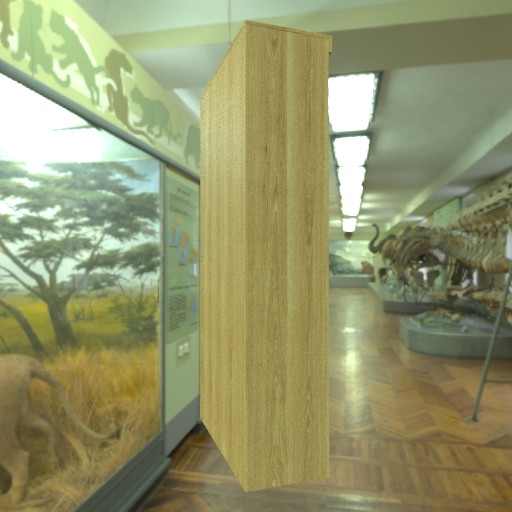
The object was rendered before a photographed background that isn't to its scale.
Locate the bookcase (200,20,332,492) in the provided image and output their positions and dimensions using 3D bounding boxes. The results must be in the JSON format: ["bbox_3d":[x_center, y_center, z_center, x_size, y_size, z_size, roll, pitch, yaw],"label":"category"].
[{"bbox_3d":[0.000,0.000,2.411,0.420,2.020,0.950,0,-1,-19],"label":"bookcase"}]
